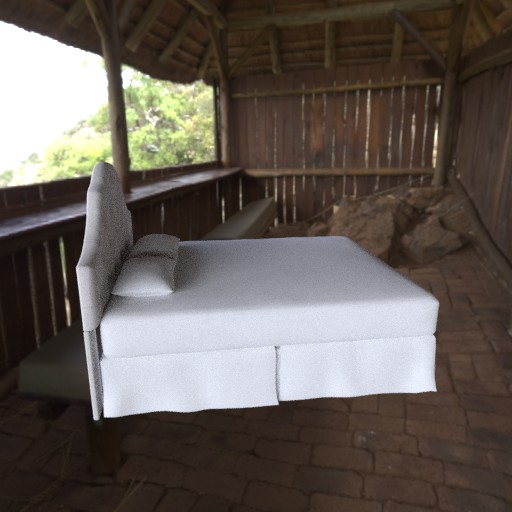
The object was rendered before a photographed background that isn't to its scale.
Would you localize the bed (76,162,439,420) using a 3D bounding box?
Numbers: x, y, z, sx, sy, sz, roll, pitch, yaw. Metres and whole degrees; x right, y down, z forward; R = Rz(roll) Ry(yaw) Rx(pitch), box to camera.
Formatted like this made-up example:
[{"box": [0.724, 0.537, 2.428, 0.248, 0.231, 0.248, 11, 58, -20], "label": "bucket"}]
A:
[{"box": [0.000, 0.000, 3.828, 2.477, 1.617, 2.039, -2, 16, -8], "label": "bed"}]
